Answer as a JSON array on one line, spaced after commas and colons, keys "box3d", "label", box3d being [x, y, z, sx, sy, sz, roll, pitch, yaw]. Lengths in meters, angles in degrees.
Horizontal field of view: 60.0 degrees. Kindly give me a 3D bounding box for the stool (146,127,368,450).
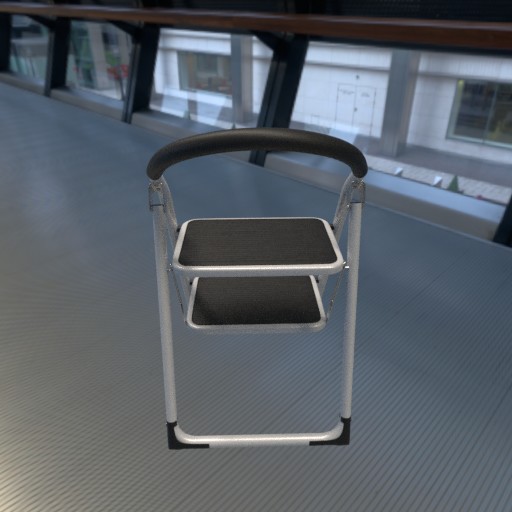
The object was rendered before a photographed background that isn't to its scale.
[{"box3d": [0.000, 0.000, 1.125, 0.453, 0.760, 0.559, -1, 29, -2], "label": "stool"}]
